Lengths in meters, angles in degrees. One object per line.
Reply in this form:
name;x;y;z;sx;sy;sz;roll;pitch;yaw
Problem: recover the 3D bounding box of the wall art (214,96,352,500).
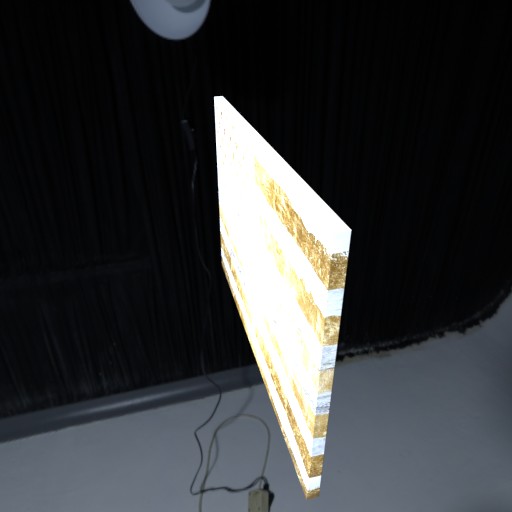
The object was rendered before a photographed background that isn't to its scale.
wall art;0.000;0.000;1.134;0.027;0.610;0.932;-7;31;-12
